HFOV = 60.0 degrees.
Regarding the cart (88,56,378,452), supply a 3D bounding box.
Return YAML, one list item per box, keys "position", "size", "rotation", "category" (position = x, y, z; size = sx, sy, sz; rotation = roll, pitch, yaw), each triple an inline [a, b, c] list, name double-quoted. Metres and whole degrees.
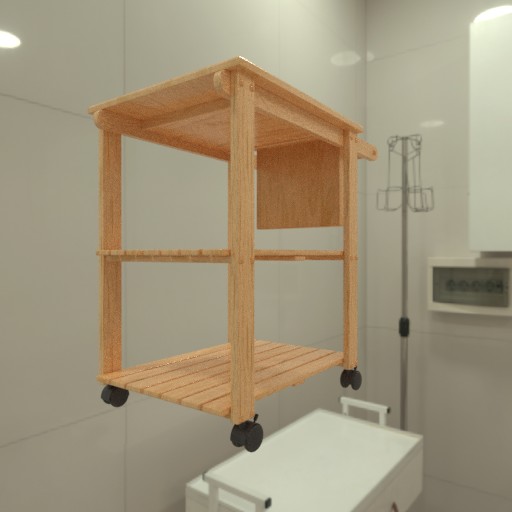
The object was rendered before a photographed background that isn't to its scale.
- position: [0.000, 0.000, 1.357]
  size: [0.520, 0.816, 0.843]
  rotation: [0, 0, 36]
  category: "cart"
